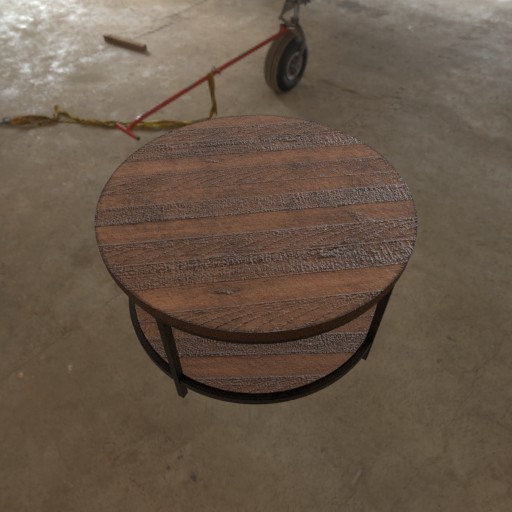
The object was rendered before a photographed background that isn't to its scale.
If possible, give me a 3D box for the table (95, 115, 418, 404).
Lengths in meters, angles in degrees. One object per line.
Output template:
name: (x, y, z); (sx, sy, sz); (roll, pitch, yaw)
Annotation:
table: (0.000, 0.000, 1.353); (0.837, 0.462, 0.837); (0, 48, 0)
